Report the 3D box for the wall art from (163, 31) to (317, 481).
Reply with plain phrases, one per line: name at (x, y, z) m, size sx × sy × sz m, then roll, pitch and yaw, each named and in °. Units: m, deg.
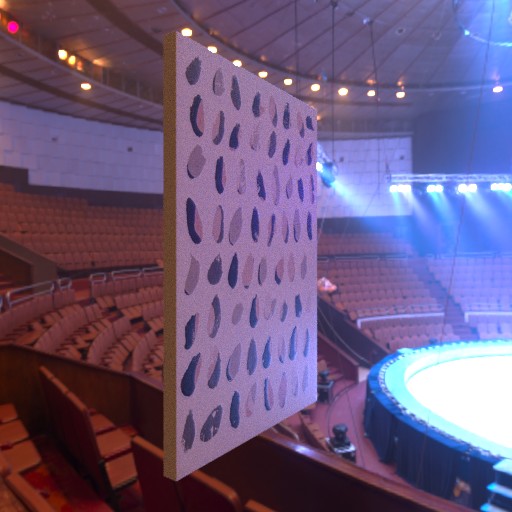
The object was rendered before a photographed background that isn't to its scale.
wall art at (0.000, 0.000, 1.158) m, size 0.037 × 0.916 × 0.610 m, roll 0°, pitch 0°, yaw 36°
